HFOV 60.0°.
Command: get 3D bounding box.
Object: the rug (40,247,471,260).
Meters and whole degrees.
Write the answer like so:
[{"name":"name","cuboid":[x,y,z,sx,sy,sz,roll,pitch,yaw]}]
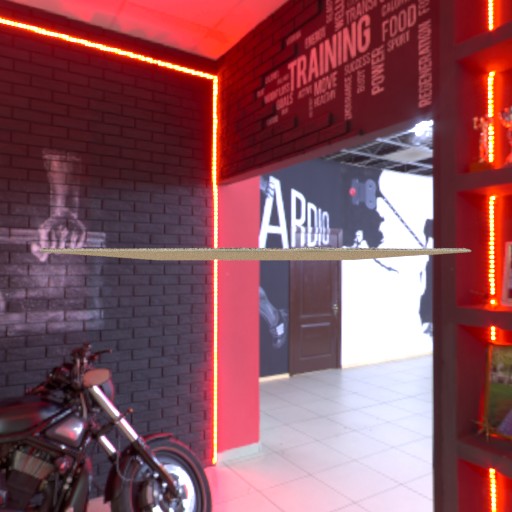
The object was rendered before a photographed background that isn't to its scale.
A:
[{"name":"rug","cuboid":[0.000,0.000,4.003,2.429,0.030,3.052,0,-1,0]}]
